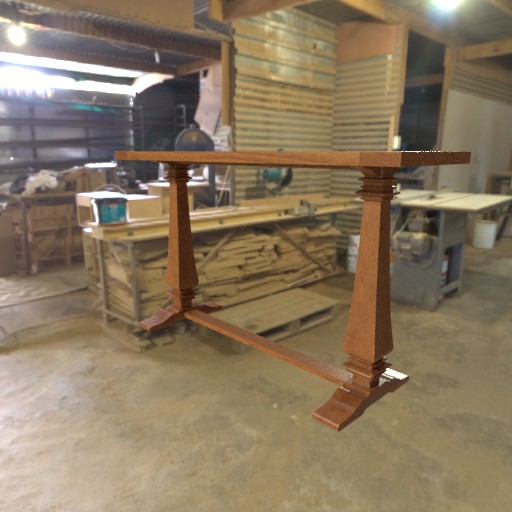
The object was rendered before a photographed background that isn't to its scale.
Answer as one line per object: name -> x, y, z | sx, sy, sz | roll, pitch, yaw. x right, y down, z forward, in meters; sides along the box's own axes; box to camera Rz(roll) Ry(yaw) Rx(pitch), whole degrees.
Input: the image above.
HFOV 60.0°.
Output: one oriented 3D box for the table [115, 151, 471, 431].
table -> 0.000, 0.000, 1.855 | 0.461, 0.852, 1.478 | -13, 18, -43
